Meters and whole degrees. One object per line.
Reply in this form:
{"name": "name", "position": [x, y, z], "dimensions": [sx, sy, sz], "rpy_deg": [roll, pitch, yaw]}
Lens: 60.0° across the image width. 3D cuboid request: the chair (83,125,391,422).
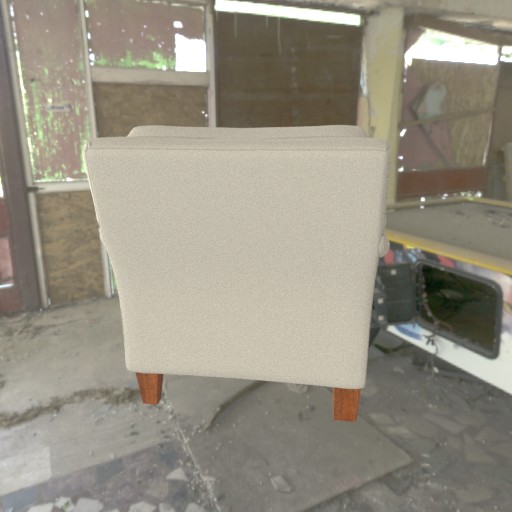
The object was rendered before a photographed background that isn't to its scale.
{"name": "chair", "position": [0.000, 0.000, 1.846], "dimensions": [0.955, 1.038, 1.070], "rpy_deg": [2, 16, 8]}
